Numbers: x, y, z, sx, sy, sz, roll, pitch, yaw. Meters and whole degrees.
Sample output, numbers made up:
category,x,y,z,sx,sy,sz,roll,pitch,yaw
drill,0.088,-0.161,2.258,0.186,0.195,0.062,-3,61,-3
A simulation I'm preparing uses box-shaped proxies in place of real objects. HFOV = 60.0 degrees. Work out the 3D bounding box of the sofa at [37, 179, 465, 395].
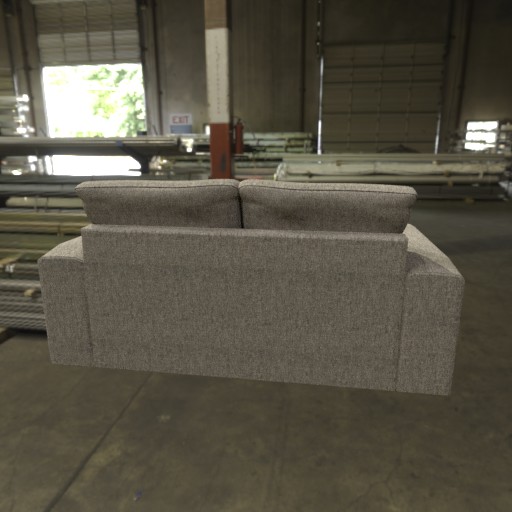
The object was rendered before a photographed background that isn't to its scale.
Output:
category,x,y,z,sx,sy,sz,roll,pitch,yaw
sofa,0.000,0.000,2.335,1.758,0.877,1.094,2,15,8
